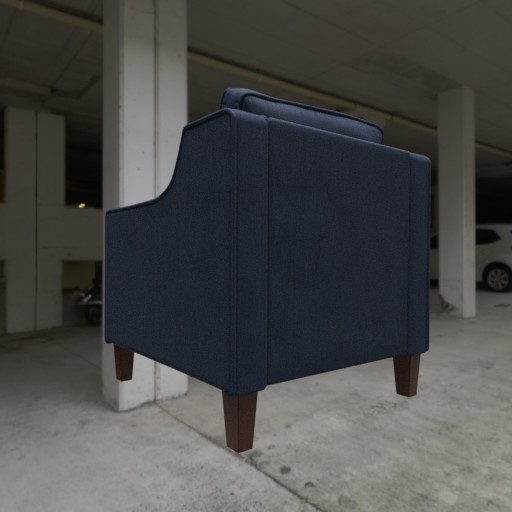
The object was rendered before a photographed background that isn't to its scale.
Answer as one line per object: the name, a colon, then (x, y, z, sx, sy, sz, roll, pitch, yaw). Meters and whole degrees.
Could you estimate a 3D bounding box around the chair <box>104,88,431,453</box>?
chair: (0.000, 0.000, 1.635, 0.831, 0.960, 0.909, 0, 0, -37)
